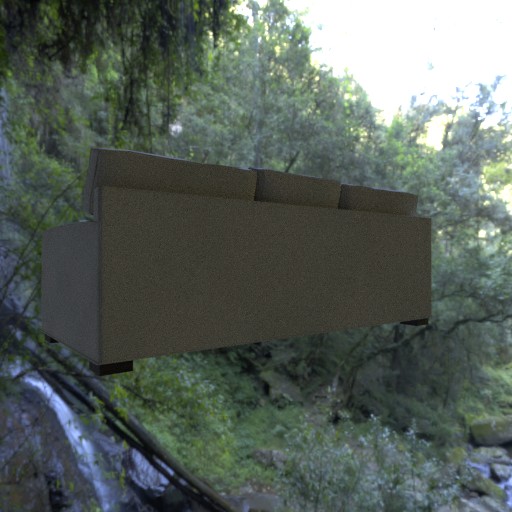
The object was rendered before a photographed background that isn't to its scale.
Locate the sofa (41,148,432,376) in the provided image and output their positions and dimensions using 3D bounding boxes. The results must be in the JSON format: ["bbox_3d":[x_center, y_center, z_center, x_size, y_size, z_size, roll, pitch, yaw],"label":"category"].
[{"bbox_3d":[0.000,0.000,2.543,2.088,0.862,0.935,0,0,-37],"label":"sofa"}]
